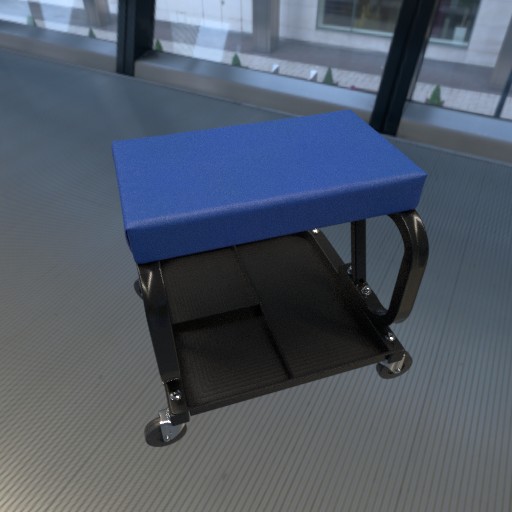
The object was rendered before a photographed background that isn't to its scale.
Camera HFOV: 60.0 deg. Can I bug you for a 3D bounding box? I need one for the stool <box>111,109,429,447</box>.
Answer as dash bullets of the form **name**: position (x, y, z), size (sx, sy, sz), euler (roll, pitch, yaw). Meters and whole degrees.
- **stool**: position (0.000, 0.000, 0.715), size (0.446, 0.380, 0.371), euler (-12, 42, -13)
